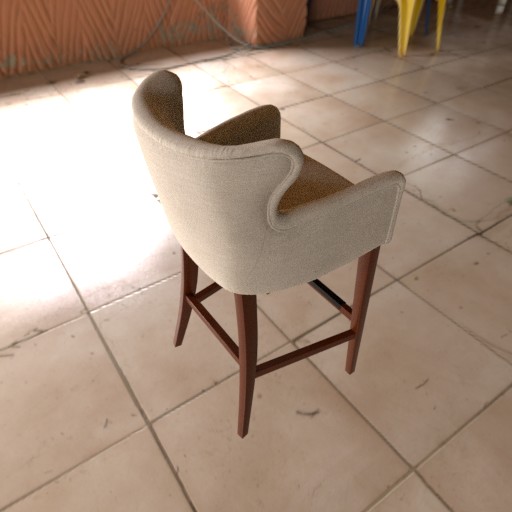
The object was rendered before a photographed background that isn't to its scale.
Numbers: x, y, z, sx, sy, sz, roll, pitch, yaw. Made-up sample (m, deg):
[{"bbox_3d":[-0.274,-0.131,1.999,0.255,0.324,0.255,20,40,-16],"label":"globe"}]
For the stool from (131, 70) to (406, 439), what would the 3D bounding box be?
[{"bbox_3d":[0.000,0.000,1.367,0.563,1.034,0.556,-25,47,-26],"label":"stool"}]
